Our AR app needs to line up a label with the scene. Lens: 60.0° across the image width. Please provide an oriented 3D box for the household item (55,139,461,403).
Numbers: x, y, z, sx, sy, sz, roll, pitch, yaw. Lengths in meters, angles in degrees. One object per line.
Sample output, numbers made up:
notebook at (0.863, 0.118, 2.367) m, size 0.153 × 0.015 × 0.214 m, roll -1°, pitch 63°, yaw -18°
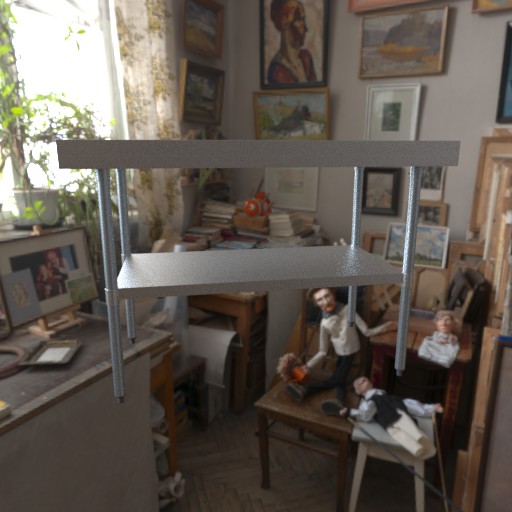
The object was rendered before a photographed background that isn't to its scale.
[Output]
household item at (0.000, 0.000, 1.702) m, size 1.219 × 0.851 × 0.610 m, roll -3°, pitch 14°, yaw -10°
